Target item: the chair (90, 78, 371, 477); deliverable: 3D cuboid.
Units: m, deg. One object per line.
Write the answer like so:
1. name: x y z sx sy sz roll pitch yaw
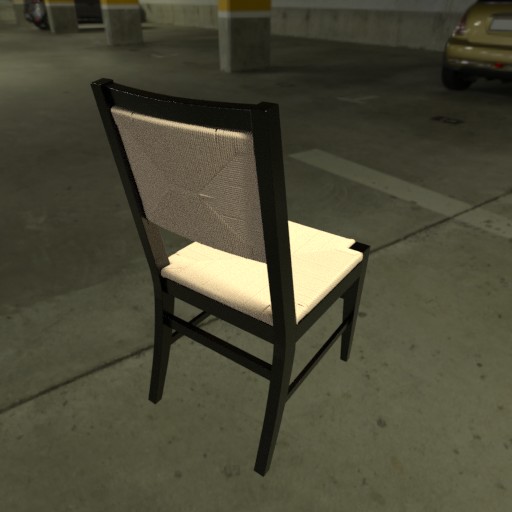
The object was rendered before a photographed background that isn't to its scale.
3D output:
1. chair: 0.000 0.000 1.202 0.437 0.927 0.552 20 36 30
